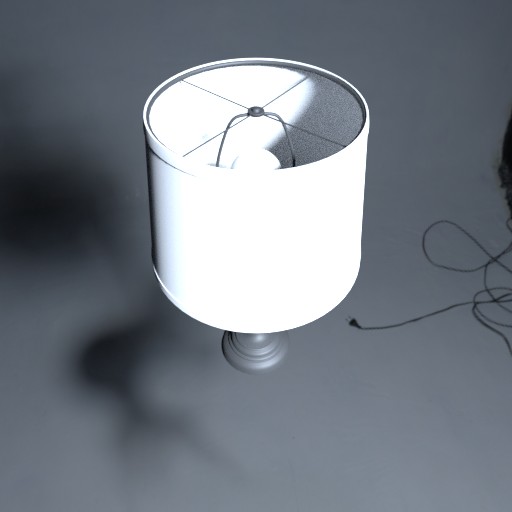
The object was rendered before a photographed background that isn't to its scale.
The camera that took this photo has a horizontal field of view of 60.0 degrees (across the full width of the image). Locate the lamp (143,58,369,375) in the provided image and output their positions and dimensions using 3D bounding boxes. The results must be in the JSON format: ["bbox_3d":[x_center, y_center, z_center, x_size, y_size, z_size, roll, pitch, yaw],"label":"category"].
[{"bbox_3d":[0.000,0.000,0.685,0.310,0.501,0.310,0,47,0],"label":"lamp"}]
